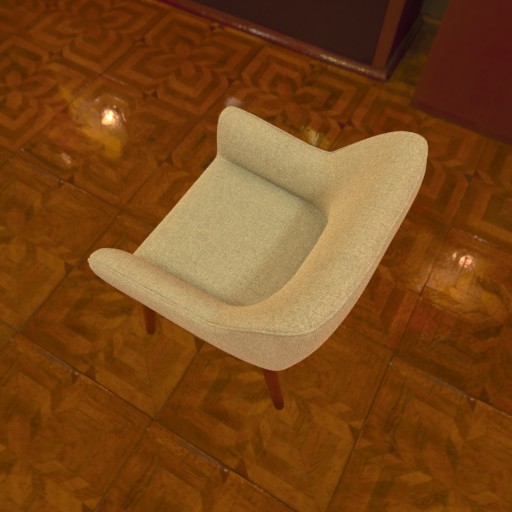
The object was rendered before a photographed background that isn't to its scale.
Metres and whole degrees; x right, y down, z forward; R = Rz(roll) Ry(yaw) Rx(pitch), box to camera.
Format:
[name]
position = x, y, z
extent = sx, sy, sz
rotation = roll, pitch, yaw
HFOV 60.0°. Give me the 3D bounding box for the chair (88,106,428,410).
[chair]
position = 0.000, 0.000, 1.240
extent = 0.610, 0.813, 0.610
rotation = 29, 66, 15
